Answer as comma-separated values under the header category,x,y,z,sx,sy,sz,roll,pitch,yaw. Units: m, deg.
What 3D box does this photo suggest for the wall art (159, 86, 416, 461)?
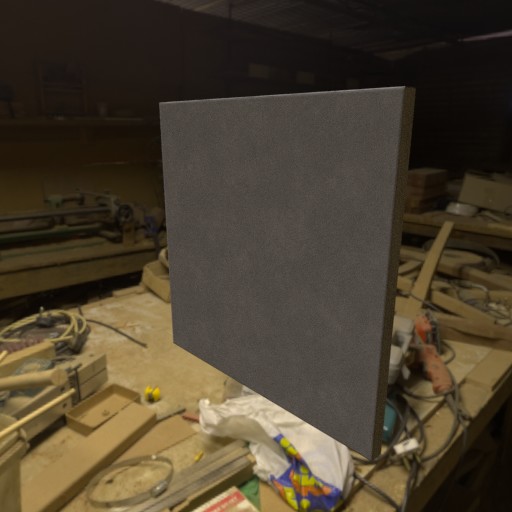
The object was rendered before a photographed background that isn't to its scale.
category,x,y,z,sx,sy,sz,roll,pitch,yaw
wall art,0.000,0.000,0.448,0.015,0.303,0.303,-15,22,-42
